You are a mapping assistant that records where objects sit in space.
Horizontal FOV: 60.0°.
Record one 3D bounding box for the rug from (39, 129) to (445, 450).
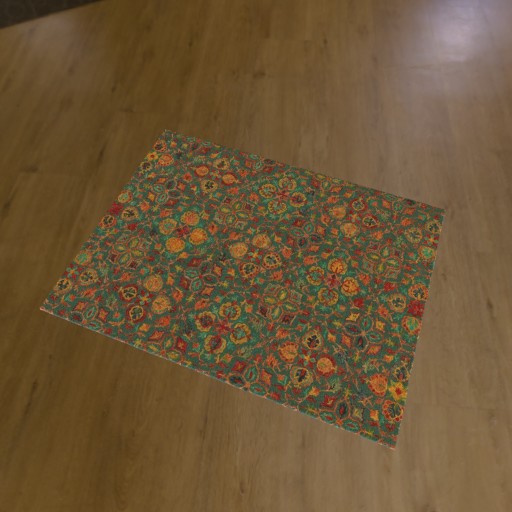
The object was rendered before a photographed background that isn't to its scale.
[{"bbox_3d":[0.000,0.000,4.234,3.204,0.025,2.434,18,60,11],"label":"rug"}]
